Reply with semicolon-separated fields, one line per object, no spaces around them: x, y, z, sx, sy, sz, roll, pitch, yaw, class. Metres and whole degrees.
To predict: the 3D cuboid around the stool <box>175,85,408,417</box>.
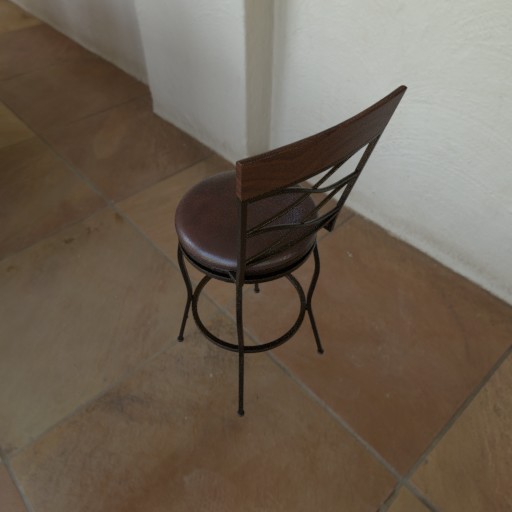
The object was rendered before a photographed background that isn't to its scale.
0.000;0.000;1.376;0.448;1.130;0.513;-31;54;-26;stool
